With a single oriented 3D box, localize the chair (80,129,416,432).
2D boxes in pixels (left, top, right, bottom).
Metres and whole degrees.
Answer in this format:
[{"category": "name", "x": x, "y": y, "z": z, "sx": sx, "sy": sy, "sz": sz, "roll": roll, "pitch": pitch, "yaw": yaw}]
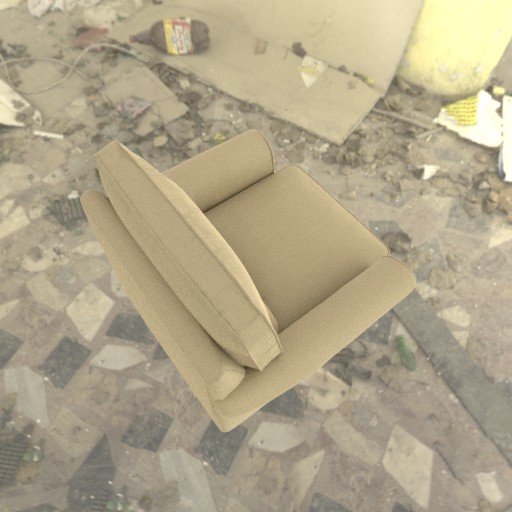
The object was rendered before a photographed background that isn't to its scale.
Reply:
[{"category": "chair", "x": 0.000, "y": 0.000, "z": 1.783, "sx": 0.966, "sy": 0.967, "sz": 1.029, "roll": -33, "pitch": 63, "yaw": -19}]
